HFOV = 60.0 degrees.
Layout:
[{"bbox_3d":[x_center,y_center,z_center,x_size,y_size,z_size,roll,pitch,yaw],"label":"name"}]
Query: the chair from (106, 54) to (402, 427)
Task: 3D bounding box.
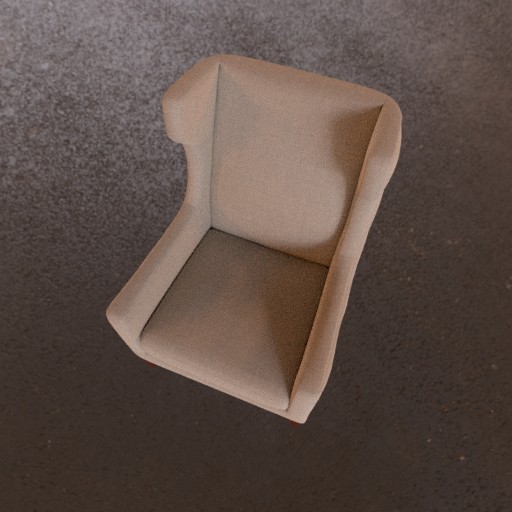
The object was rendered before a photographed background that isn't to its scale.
[{"bbox_3d":[0.000,0.000,1.663,0.778,1.079,0.899,19,60,11],"label":"chair"}]
